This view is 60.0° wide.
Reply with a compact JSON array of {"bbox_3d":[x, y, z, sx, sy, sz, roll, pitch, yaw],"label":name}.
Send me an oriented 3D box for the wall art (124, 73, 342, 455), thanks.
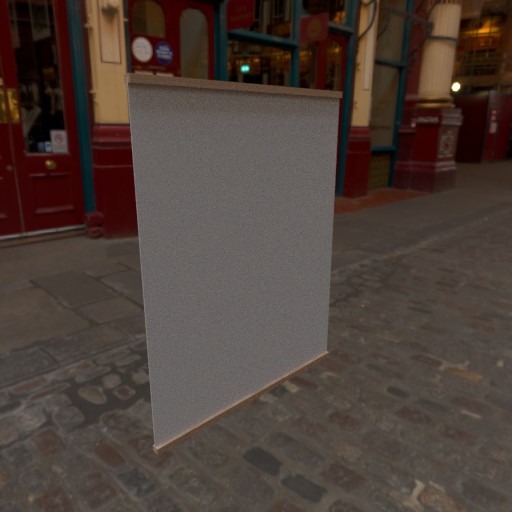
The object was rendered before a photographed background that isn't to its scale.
[{"bbox_3d":[0.000,0.000,0.702,0.405,0.508,0.012,-15,22,-42],"label":"wall art"}]
